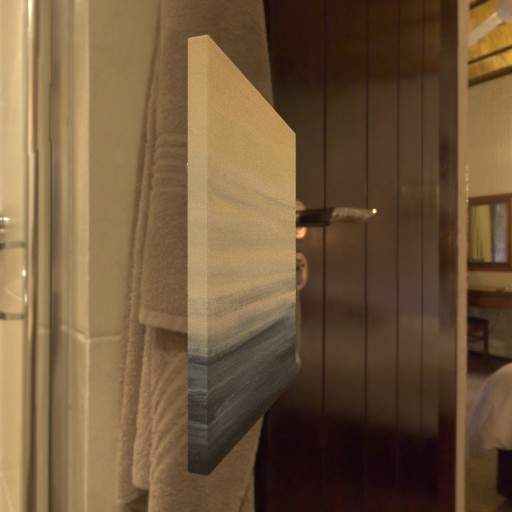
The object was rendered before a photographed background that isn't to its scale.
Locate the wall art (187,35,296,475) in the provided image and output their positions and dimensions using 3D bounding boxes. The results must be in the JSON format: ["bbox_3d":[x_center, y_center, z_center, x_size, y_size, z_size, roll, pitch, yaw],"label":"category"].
[{"bbox_3d":[0.000,0.000,1.003,0.041,0.710,0.608,0,0,19],"label":"wall art"}]
